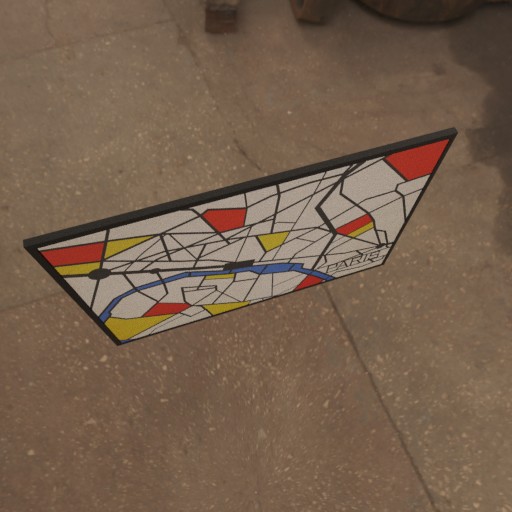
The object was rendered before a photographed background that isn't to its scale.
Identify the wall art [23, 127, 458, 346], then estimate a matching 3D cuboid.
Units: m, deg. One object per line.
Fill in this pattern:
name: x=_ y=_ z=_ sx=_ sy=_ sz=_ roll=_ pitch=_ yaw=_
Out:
wall art: x=0.000 y=0.000 z=0.852 sx=0.664 sy=0.458 sz=0.013 roll=-16 pitch=63 yaw=-8
